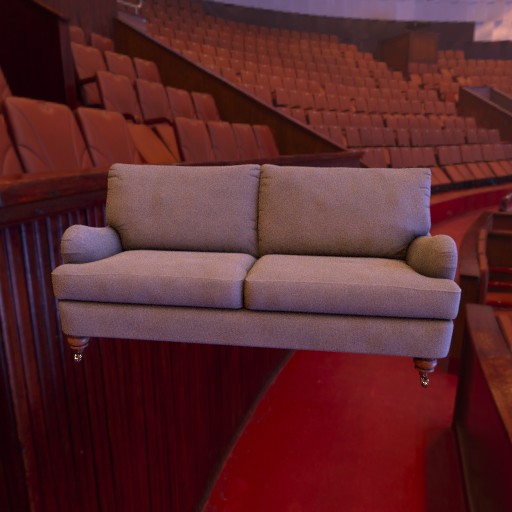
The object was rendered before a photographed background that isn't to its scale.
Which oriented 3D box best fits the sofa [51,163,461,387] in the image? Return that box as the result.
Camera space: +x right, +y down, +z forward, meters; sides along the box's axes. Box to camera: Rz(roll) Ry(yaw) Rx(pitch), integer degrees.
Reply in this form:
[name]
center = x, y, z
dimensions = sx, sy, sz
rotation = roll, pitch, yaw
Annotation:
[sofa]
center = 0.000, 0.000, 2.759
dimensions = 2.193, 1.096, 1.069
rotation = 2, 15, 8
